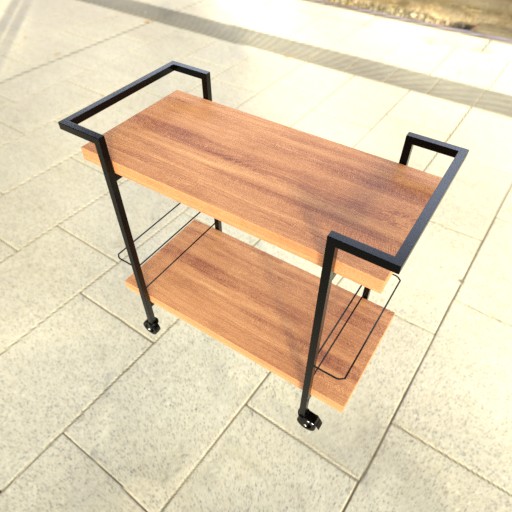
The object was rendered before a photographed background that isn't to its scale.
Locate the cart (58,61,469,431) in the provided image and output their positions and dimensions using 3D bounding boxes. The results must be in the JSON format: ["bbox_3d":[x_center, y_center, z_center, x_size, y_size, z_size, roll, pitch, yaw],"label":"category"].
[{"bbox_3d":[0.000,0.000,1.237,0.806,0.762,0.406,25,51,22],"label":"cart"}]
